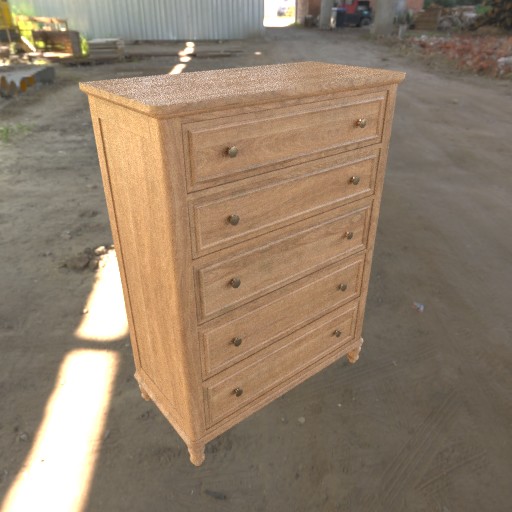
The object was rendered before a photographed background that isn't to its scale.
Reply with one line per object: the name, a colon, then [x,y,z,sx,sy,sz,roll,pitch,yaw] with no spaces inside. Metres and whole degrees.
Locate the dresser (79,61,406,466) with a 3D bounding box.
dresser: [0.000,0.000,1.749,0.973,1.318,0.484,-21,36,-33]
